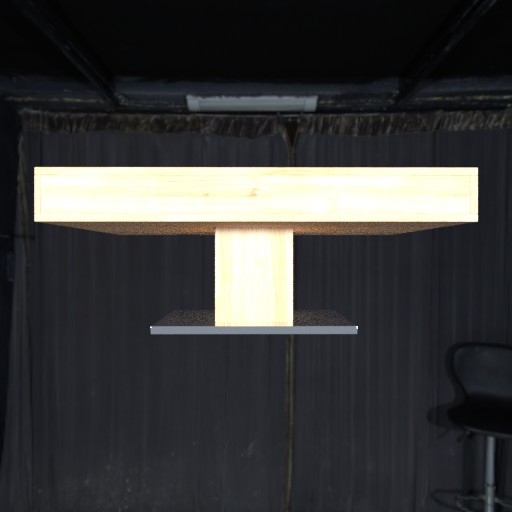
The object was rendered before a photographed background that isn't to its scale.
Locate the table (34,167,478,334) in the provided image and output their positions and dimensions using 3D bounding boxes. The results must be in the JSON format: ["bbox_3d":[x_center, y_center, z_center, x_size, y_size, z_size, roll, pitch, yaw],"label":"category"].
[{"bbox_3d":[0.000,0.000,1.449,1.100,0.440,0.700,0,0,0],"label":"table"}]
